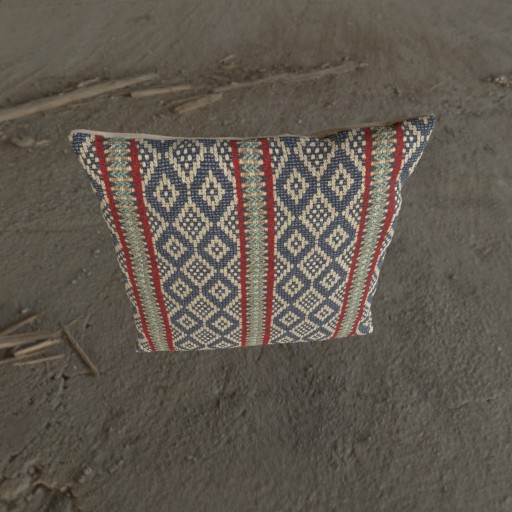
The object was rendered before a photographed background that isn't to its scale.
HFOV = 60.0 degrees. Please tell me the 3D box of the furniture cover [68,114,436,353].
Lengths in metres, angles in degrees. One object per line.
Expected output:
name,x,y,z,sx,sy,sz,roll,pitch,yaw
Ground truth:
furniture cover,0.000,0.000,0.660,0.431,0.431,0.139,-4,45,-4
